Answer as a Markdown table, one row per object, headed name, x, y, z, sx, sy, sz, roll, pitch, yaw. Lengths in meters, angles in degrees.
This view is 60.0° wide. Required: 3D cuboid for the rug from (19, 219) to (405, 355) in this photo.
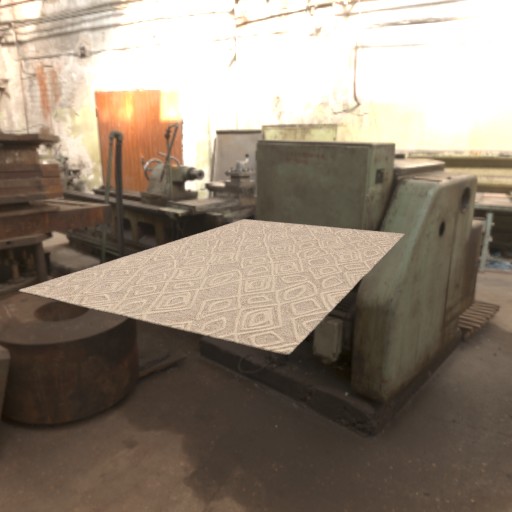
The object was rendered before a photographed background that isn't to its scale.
| name | x | y | z | sx | sy | sz | roll | pitch | yaw |
| --- | --- | --- | --- | --- | --- | --- | --- | --- | --- |
| rug | 0.000 | 0.000 | 3.011 | 1.546 | 0.010 | 2.442 | 8 | 16 | 27 |
